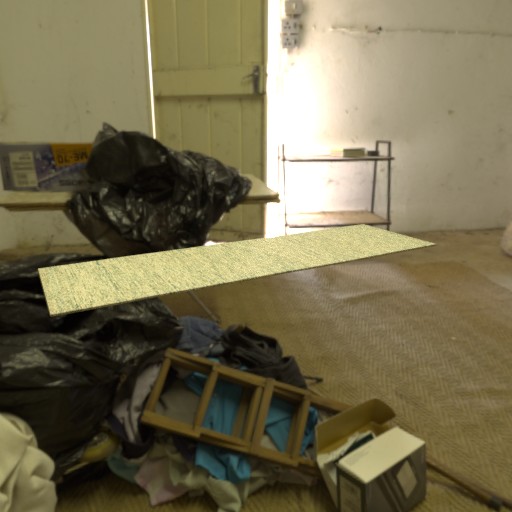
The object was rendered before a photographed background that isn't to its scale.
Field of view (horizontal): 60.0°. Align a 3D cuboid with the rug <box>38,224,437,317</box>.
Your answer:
[{"bbox_3d":[0.000,0.000,2.615,2.290,0.014,0.700,-9,19,-28],"label":"rug"}]
